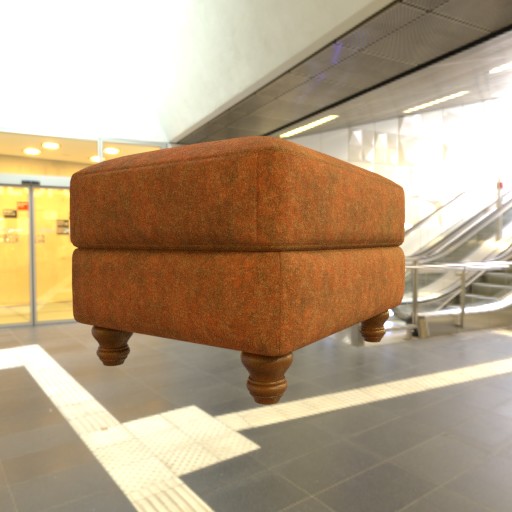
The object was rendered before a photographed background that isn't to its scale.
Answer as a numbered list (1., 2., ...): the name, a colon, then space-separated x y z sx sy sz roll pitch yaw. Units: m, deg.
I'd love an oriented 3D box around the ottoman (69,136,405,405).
1. ottoman: 0.000 0.000 1.176 0.635 0.508 0.787 1 3 34
